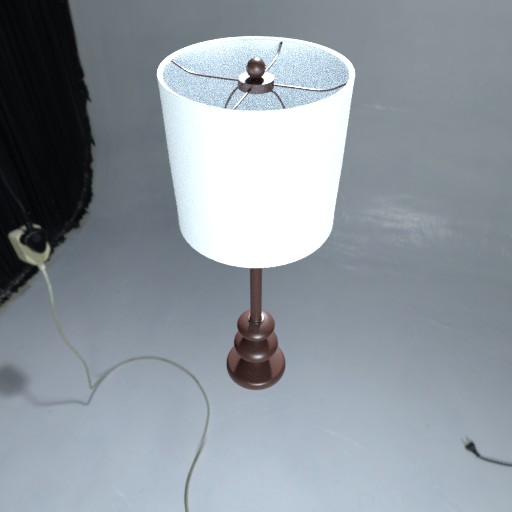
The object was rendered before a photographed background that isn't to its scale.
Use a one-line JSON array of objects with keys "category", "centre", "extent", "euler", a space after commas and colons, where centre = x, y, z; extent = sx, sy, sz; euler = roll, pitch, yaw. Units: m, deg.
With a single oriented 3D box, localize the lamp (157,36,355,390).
[{"category": "lamp", "centre": [0.000, 0.000, 0.800], "extent": [0.254, 0.690, 0.254], "euler": [13, 44, 13]}]
